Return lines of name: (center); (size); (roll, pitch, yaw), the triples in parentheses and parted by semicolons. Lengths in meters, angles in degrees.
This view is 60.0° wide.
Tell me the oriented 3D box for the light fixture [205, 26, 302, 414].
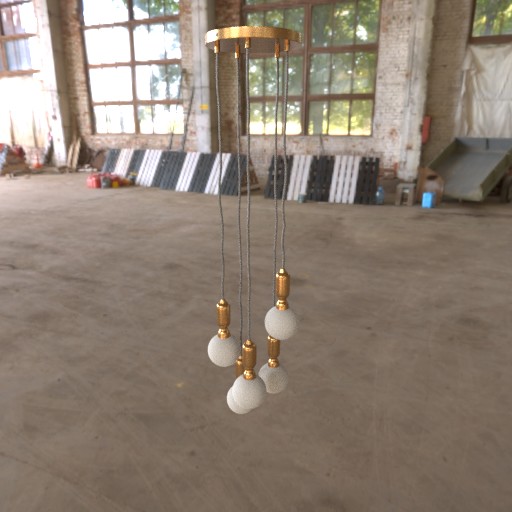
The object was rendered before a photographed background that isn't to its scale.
light fixture: (0.000, 0.000, 0.508); (0.108, 0.457, 0.105); (16, 23, 42)
